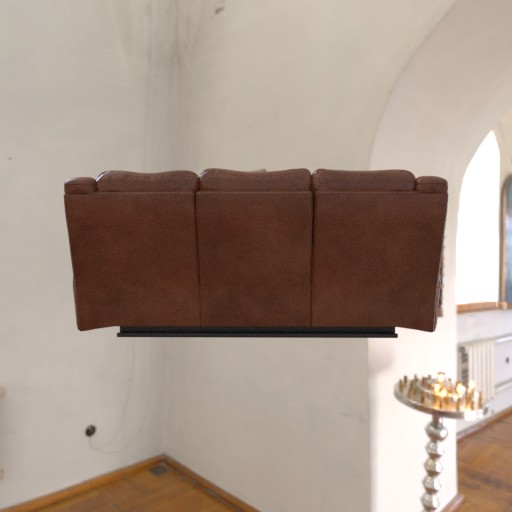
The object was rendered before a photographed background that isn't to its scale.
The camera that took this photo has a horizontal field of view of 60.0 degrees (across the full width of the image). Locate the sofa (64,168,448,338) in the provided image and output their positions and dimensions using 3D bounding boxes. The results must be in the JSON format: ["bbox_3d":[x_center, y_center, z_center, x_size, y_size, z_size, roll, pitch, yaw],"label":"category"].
[{"bbox_3d":[0.000,0.000,3.010,2.337,1.043,0.991,0,0,1],"label":"sofa"}]
